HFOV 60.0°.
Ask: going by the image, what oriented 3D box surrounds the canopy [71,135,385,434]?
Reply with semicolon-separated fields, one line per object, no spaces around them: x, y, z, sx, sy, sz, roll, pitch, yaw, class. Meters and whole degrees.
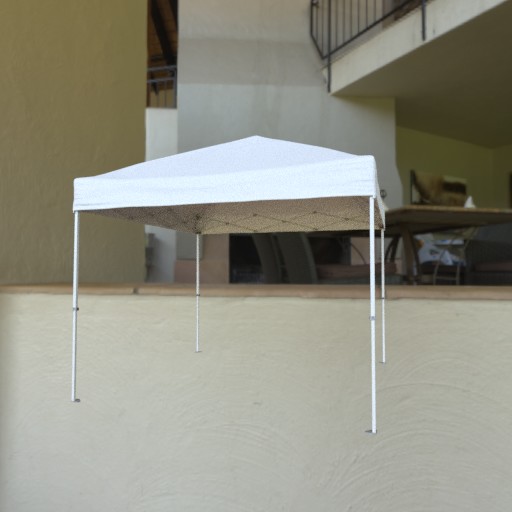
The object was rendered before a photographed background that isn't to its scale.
0.000;0.000;5.462;2.998;2.997;2.996;-1;-2;18;canopy
